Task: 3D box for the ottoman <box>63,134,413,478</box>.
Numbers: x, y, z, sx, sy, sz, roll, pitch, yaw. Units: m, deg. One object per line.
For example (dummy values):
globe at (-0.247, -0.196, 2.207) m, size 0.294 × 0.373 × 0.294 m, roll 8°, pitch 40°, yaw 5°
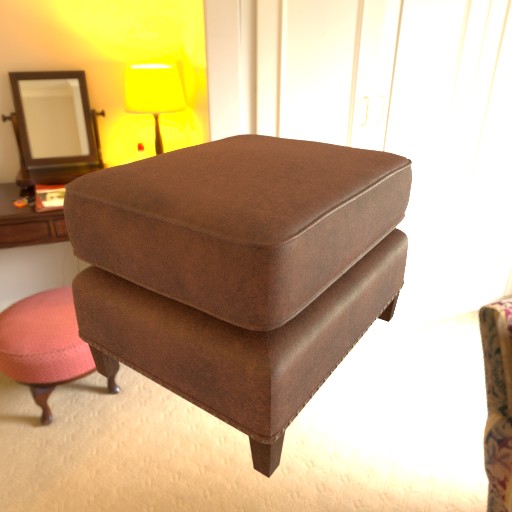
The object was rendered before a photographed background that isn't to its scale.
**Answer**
ottoman at (0.000, 0.000, 1.144) m, size 0.589 × 0.537 × 0.738 m, roll 17°, pitch 31°, yaw 31°
